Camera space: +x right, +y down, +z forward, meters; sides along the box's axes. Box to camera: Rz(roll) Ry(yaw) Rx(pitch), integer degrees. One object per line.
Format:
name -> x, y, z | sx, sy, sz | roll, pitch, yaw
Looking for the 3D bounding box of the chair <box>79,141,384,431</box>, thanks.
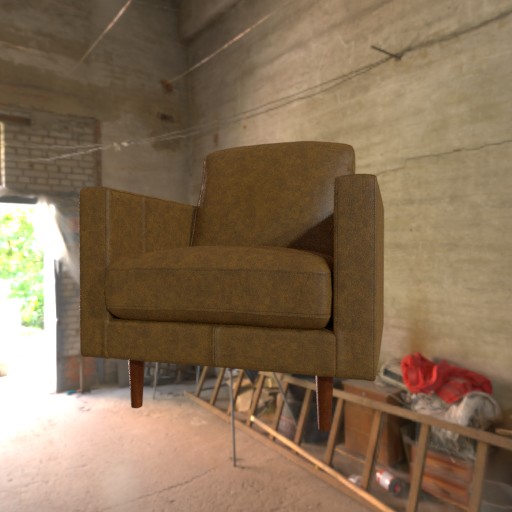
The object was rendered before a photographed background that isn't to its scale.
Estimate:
chair -> 0.000, 0.000, 1.630 | 0.890, 0.956, 0.909 | 0, 1, 17
